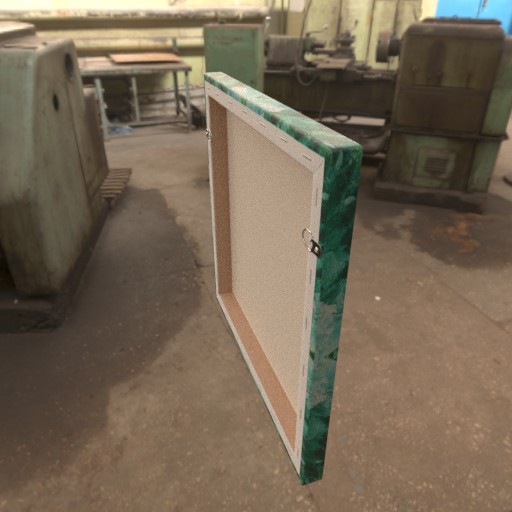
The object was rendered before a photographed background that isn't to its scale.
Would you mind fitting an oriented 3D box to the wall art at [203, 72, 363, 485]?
[{"bbox_3d":[0.000,0.000,0.739,0.038,0.508,0.507,-10,32,-16],"label":"wall art"}]
